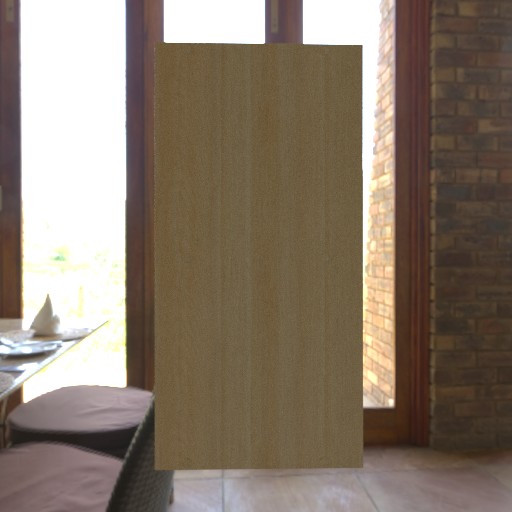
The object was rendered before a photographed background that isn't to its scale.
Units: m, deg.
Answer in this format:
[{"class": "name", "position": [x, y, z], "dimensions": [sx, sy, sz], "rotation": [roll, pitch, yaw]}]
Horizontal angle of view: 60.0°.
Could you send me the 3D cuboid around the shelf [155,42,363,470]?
[{"class": "shelf", "position": [0.000, 0.000, 0.820], "dimensions": [0.290, 0.592, 0.414], "rotation": [0, 0, -1]}]
